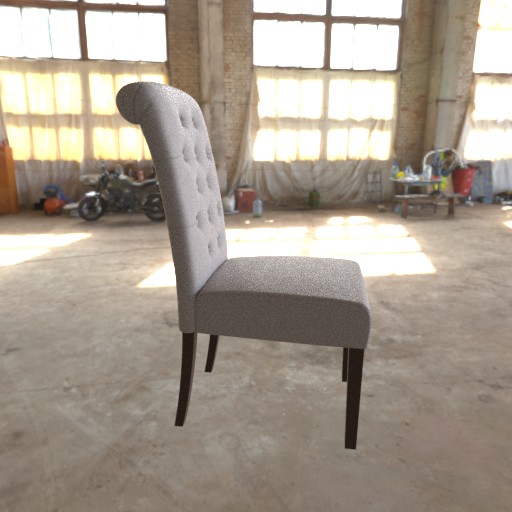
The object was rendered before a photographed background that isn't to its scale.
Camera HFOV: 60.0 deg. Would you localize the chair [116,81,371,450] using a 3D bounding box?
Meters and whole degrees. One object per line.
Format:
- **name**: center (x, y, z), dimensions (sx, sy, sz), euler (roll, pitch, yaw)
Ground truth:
- **chair**: center (0.000, 0.000, 1.373), dimensions (0.671, 1.006, 0.456), euler (2, 15, 9)
